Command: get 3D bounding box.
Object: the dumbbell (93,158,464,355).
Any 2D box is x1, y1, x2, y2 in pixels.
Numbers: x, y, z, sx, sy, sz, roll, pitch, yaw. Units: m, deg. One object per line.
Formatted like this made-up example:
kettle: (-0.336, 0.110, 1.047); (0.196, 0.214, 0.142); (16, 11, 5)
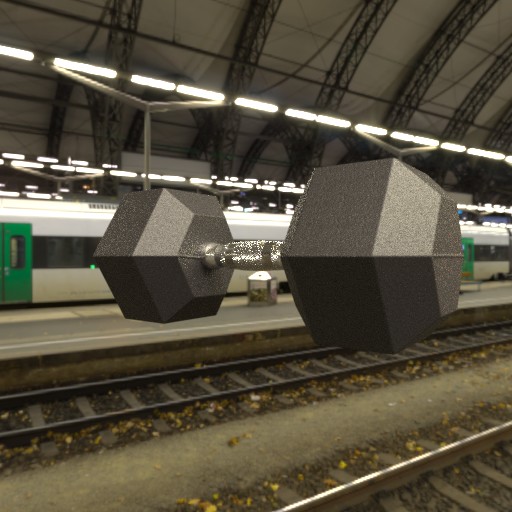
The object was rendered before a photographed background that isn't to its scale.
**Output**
dumbbell: (0.000, 0.000, 0.330); (0.271, 0.106, 0.122); (0, 0, 36)
